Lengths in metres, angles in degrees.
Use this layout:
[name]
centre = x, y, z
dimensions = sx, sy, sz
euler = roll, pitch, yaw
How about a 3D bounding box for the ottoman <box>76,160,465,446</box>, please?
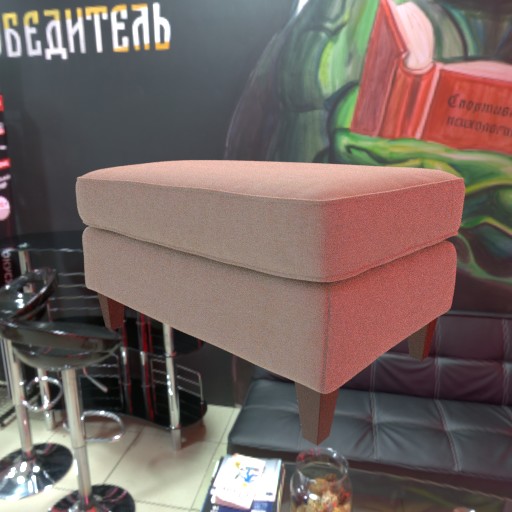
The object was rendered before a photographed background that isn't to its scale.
[ottoman]
centre = 0.000, 0.000, 1.166
dimensions = 0.862, 0.484, 0.583
euler = 13, 19, 42
